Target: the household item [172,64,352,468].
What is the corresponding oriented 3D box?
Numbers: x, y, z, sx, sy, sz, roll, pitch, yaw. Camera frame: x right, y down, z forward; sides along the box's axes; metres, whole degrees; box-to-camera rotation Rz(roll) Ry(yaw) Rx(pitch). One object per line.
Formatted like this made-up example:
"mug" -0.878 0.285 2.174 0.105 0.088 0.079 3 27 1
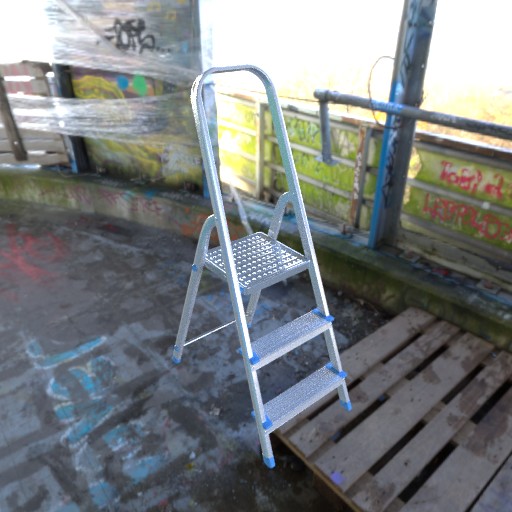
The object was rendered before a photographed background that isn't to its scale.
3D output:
"household item" 0.000 0.000 1.553 0.420 1.215 0.687 -21 36 -33
